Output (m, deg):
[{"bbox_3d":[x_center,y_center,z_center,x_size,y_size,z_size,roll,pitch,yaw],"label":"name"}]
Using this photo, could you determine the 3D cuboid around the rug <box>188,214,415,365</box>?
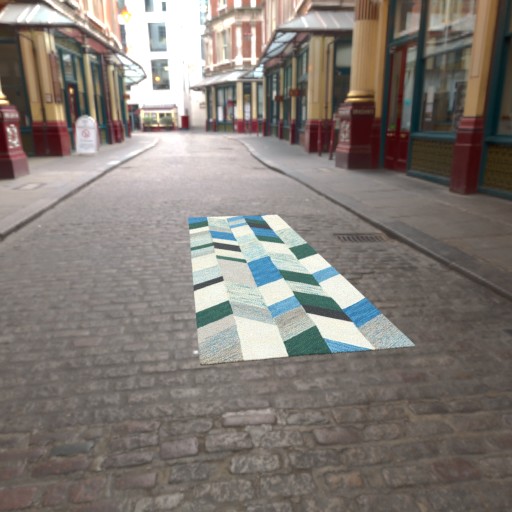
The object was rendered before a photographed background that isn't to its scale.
[{"bbox_3d":[0.000,0.000,2.666,0.774,0.008,2.437,-3,17,-9],"label":"rug"}]
